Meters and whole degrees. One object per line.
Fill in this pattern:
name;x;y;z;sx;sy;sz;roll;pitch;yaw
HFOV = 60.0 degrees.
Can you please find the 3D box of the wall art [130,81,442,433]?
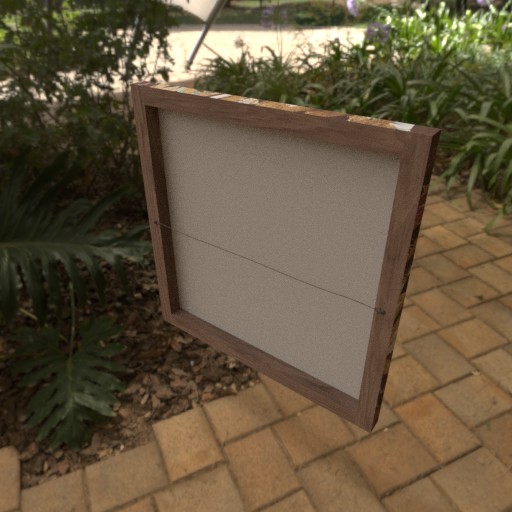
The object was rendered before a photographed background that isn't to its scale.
wall art;0.000;0.000;0.914;0.609;0.613;0.041;21;37;30
